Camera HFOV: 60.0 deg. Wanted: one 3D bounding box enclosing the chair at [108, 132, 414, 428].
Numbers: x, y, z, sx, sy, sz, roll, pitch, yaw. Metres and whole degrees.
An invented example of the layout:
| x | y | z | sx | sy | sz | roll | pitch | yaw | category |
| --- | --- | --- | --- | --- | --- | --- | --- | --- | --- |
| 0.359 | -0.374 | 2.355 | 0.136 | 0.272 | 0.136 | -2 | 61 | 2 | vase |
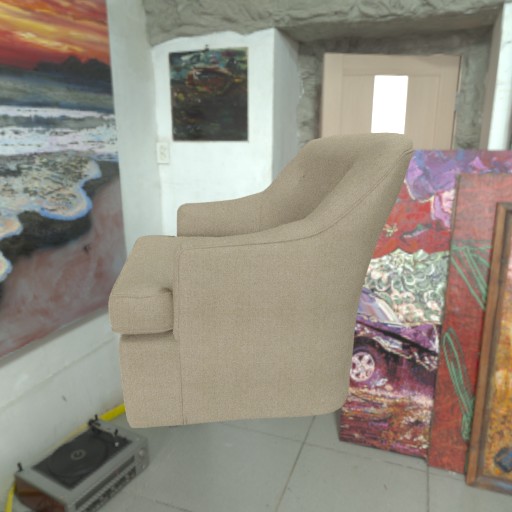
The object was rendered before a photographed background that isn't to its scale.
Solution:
| x | y | z | sx | sy | sz | roll | pitch | yaw | category |
| --- | --- | --- | --- | --- | --- | --- | --- | --- | --- |
| 0.000 | 0.000 | 1.590 | 0.923 | 0.856 | 0.864 | -2 | 15 | -9 | chair |
